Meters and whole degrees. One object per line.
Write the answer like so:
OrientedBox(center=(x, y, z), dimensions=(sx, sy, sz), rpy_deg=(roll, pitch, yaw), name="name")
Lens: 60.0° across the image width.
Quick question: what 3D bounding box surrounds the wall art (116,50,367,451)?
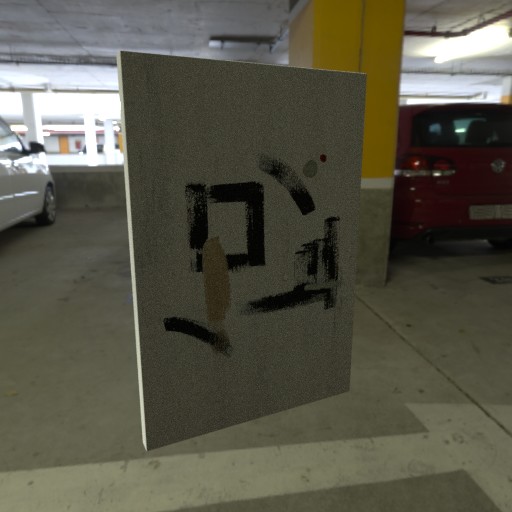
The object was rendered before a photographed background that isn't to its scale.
OrientedBox(center=(0.000, 0.000, 1.138), dimensions=(0.624, 0.914, 0.043), rpy_deg=(-7, 15, -26), name="wall art")
